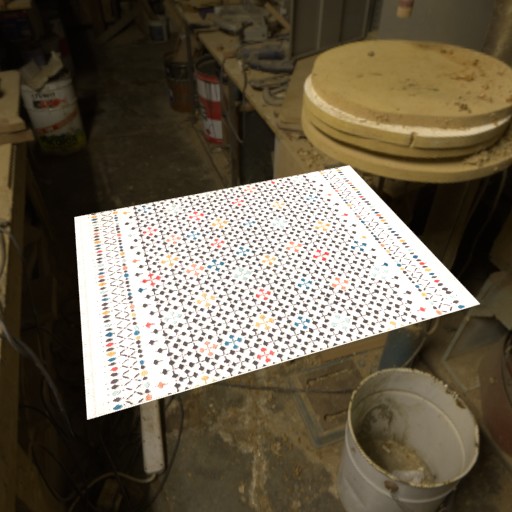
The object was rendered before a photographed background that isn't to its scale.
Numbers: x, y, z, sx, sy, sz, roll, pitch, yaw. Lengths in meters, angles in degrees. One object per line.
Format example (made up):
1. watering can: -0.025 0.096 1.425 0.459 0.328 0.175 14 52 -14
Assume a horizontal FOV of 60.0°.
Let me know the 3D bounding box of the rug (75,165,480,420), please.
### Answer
1. rug: 0.000 0.000 4.182 3.196 0.007 2.354 -13 44 -14
